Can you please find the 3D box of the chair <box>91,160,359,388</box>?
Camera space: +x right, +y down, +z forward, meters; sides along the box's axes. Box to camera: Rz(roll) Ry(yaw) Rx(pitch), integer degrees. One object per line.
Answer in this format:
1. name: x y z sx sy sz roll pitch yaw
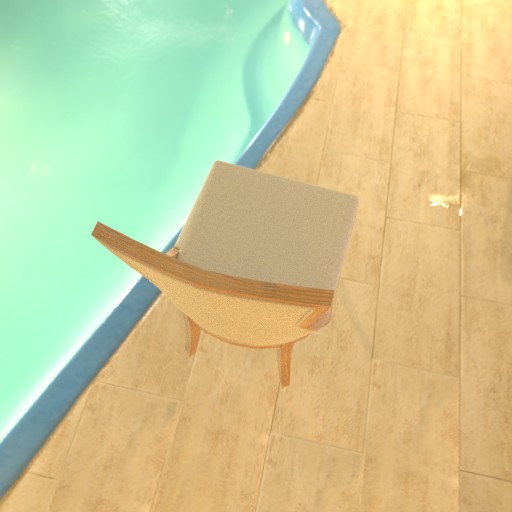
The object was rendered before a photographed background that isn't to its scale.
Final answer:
1. chair: 0.000 0.000 1.329 0.524 0.947 0.641 16 63 8
